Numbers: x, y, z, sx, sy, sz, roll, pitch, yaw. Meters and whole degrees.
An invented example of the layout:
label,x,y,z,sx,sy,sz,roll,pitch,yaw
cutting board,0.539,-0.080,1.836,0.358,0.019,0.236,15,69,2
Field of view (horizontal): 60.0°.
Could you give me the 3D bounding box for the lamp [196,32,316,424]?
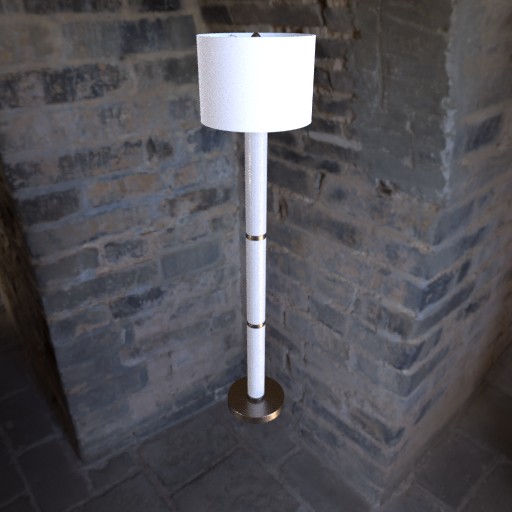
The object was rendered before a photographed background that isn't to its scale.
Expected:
label,x,y,z,sx,sy,sz,roll,pitch,yaw
lamp,0.000,0.000,1.776,0.377,1.599,0.377,1,28,2
